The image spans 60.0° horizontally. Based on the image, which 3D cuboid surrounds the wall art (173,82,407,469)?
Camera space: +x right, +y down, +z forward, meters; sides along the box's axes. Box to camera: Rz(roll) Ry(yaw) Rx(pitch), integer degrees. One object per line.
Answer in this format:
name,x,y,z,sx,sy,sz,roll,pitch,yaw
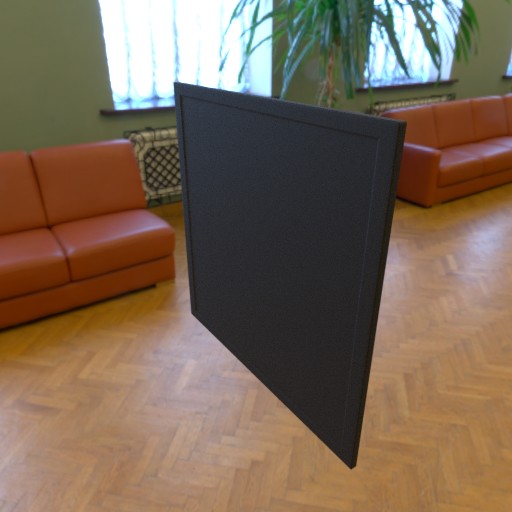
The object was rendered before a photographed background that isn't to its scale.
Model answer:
wall art,0.000,0.000,0.816,0.012,0.558,0.562,-18,31,-31
